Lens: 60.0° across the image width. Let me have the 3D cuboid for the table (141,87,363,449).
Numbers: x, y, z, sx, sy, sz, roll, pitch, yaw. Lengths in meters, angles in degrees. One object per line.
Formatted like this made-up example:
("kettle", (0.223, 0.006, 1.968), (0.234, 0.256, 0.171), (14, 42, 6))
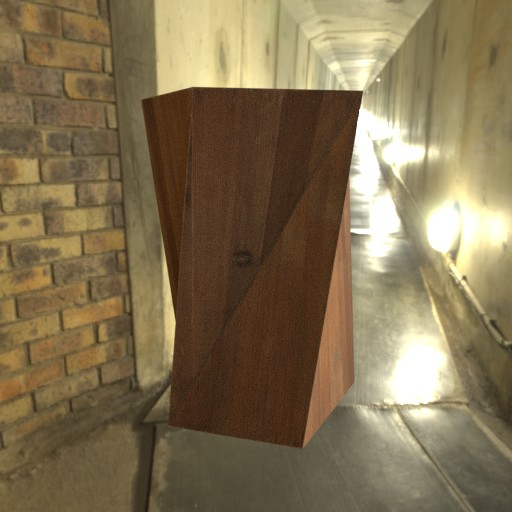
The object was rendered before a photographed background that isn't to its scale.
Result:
("table", (0.000, 0.000, 0.899), (0.441, 0.604, 0.425), (14, 20, 42))
